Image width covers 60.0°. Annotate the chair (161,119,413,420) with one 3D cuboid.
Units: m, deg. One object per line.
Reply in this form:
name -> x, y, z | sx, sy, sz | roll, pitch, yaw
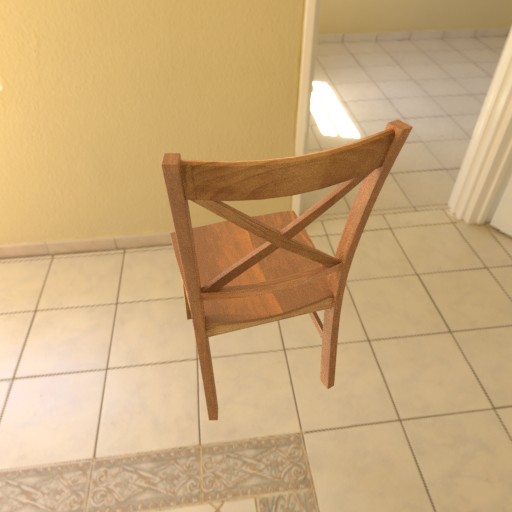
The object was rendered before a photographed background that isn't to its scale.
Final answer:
chair -> 0.000, 0.000, 1.311 | 0.485, 0.983, 0.542 | -11, 44, -12
